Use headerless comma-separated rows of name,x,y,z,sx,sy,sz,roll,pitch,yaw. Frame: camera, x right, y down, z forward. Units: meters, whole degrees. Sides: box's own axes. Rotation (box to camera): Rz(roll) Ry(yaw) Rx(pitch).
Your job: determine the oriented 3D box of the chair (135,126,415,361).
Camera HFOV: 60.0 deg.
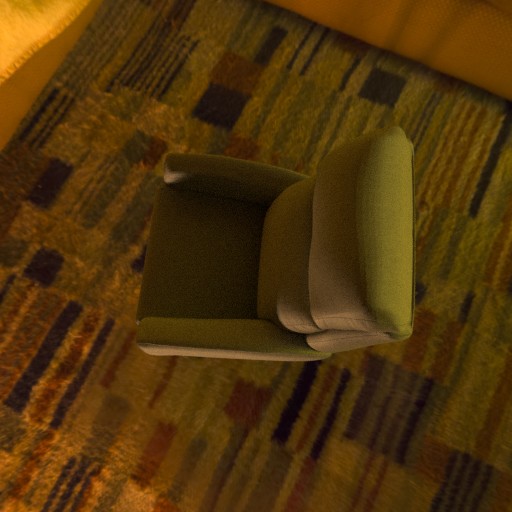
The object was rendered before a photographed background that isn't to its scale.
chair,0.000,0.000,1.692,0.940,1.016,0.794,5,75,1
